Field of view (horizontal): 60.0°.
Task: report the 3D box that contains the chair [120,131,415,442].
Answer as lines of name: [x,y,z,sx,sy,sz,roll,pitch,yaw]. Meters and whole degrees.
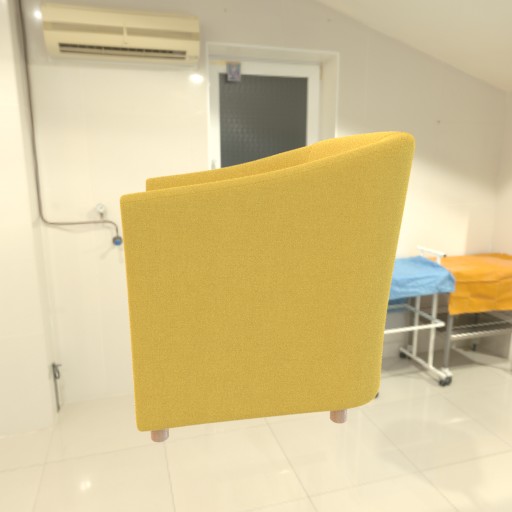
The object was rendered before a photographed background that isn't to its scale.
chair: [0.000,0.000,1.352,0.700,0.720,0.790,-2,13,-10]
